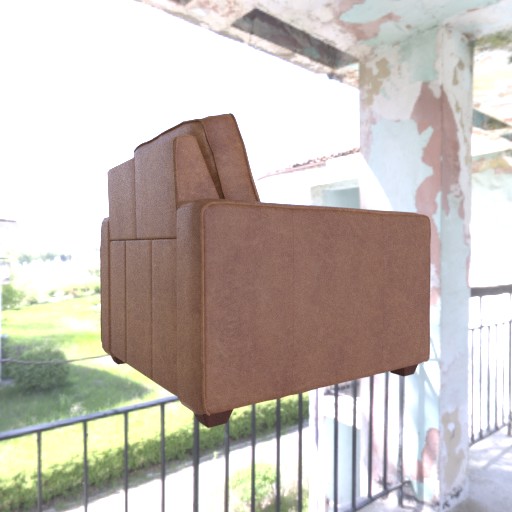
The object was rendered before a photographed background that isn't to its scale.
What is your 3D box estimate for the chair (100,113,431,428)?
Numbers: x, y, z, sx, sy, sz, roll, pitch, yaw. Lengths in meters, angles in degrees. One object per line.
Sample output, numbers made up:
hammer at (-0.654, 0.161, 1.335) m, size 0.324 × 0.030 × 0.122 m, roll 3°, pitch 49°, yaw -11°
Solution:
chair at (0.000, 0.000, 1.778) m, size 1.027 × 0.901 × 0.987 m, roll -1°, pitch 2°, yaw -38°
